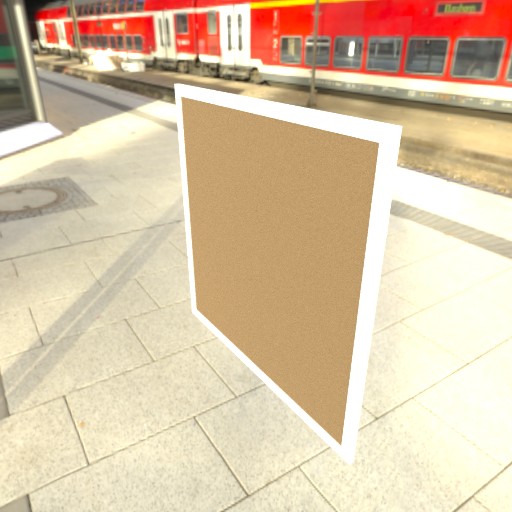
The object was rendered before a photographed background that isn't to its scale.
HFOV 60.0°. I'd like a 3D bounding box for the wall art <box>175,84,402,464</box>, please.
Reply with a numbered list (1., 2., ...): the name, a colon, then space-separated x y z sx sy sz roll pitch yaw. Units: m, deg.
1. wall art: 0.000 0.000 1.207 0.015 0.812 0.812 -18 32 -31
